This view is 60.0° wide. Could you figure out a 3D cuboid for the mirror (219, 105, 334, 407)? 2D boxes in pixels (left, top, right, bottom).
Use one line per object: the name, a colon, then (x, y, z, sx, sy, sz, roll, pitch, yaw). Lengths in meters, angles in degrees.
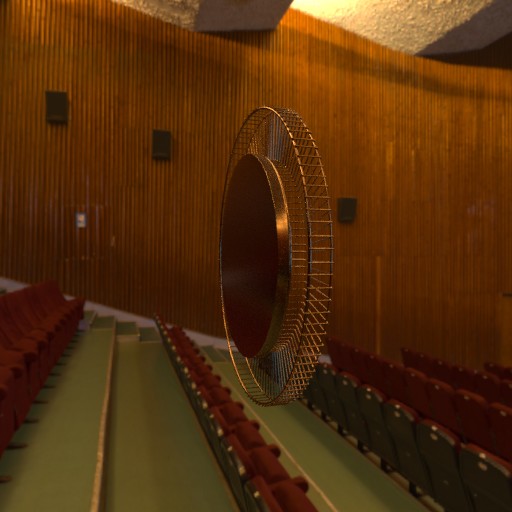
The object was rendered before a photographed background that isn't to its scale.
mirror: (0.000, 0.000, 1.090, 0.067, 0.703, 0.703, 0, 0, -17)
